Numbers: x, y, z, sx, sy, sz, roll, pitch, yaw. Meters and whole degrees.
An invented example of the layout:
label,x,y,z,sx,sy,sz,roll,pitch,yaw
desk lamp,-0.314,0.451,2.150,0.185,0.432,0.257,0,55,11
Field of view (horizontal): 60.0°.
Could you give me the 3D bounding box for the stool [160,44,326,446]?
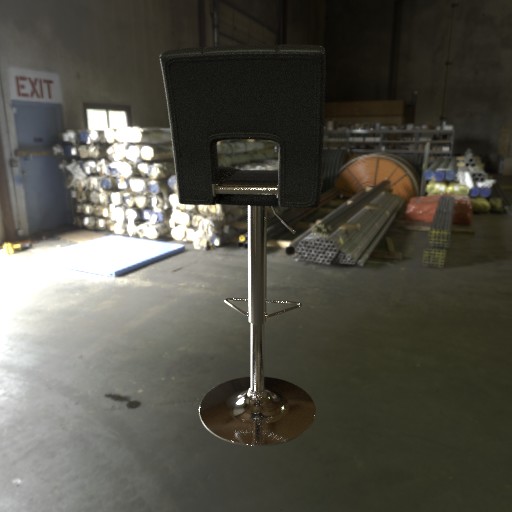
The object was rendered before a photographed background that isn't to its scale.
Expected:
label,x,y,z,sx,sy,sz,roll,pitch,yaw
stool,0.000,0.000,1.406,0.415,1.151,0.520,3,16,9
